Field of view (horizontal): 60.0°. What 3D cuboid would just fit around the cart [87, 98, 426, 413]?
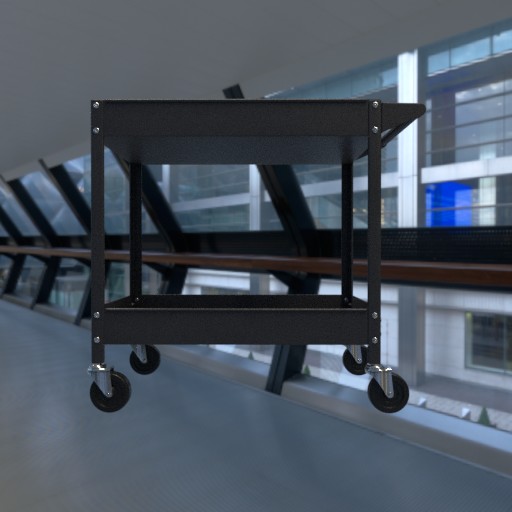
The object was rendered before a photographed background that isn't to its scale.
[{"bbox_3d":[0.000,0.000,1.186,0.779,0.719,0.366,0,1,0],"label":"cart"}]
